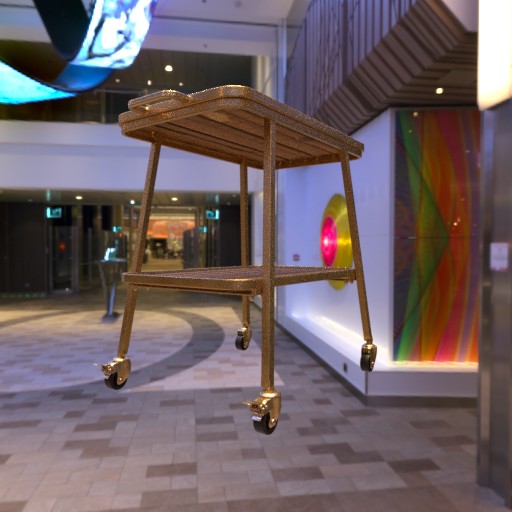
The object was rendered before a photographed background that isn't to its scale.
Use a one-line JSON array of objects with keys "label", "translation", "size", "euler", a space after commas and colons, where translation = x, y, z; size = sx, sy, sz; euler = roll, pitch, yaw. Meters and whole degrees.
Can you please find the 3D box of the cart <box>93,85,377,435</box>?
[{"label": "cart", "translation": [0.000, 0.000, 1.273], "size": [0.524, 0.700, 0.806], "euler": [1, 1, 36]}]
